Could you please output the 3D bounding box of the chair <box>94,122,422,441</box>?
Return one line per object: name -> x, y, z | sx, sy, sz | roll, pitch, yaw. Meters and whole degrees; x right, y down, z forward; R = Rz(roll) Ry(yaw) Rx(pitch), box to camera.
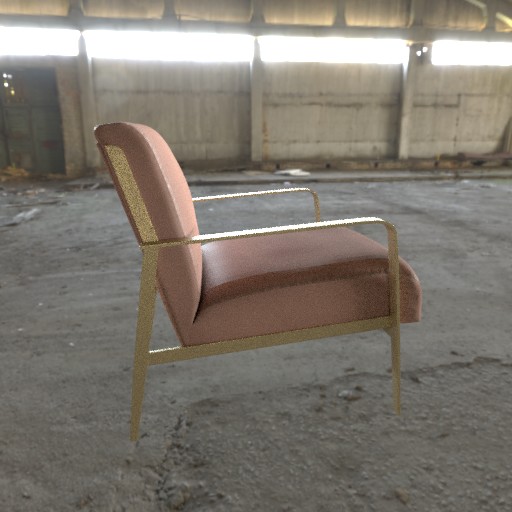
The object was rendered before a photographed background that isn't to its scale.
chair -> 0.000, 0.000, 1.441 | 0.848, 0.823, 0.701 | -3, 15, -9
